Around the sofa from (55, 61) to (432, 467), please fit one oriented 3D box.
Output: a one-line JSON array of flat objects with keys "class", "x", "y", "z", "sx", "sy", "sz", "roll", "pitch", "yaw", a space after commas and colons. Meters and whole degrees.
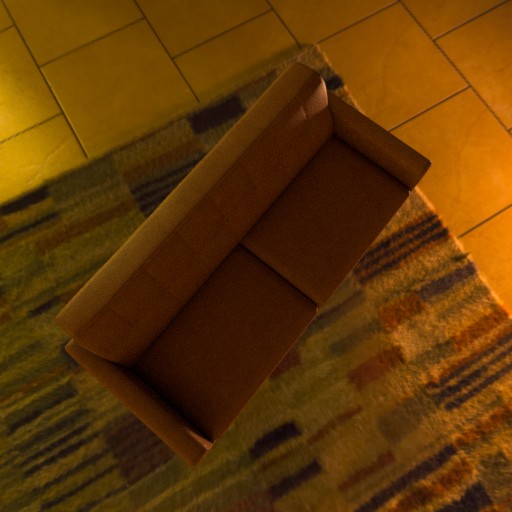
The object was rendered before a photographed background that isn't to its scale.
[{"class": "sofa", "x": 0.000, "y": 0.000, "z": 2.612, "sx": 0.980, "sy": 0.892, "sz": 2.137, "roll": 38, "pitch": 78, "yaw": 9}]
